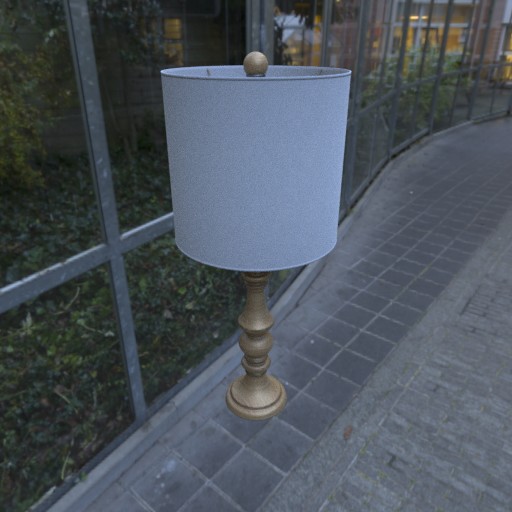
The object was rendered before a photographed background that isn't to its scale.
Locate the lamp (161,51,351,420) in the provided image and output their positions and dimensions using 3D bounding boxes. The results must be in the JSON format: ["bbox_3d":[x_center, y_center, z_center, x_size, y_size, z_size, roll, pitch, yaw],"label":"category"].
[{"bbox_3d":[0.000,0.000,0.713,0.250,0.597,0.250,-19,32,-33],"label":"lamp"}]
